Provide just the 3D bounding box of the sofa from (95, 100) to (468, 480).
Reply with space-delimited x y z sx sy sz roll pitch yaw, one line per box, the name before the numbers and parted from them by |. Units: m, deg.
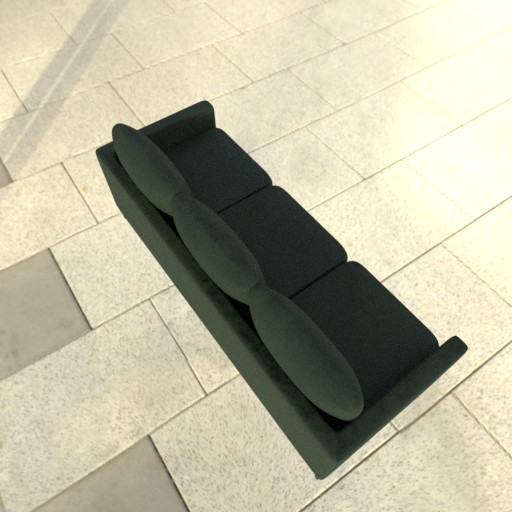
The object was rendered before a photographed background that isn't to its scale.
sofa | 0.000 0.000 2.566 0.859 0.870 2.218 -32 62 -19
